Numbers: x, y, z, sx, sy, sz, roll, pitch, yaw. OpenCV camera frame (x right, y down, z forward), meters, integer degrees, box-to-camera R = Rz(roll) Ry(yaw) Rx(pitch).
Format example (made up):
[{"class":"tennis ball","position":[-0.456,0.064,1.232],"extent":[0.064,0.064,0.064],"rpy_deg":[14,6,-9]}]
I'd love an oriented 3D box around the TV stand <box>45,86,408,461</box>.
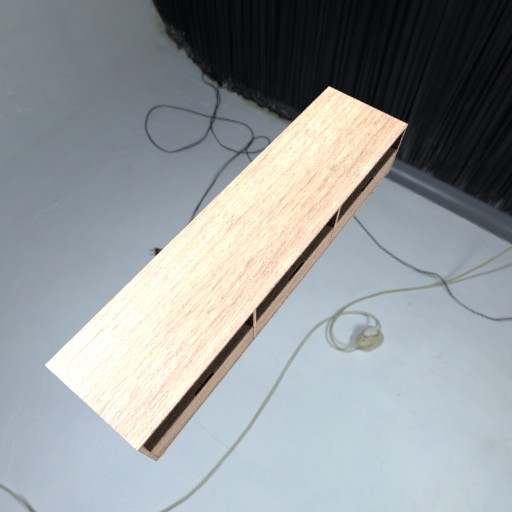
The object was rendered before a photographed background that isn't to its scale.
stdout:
[{"class":"TV stand","position":[0.000,0.000,1.668],"extent":[0.366,0.409,1.482],"rpy_deg":[33,65,18]}]
